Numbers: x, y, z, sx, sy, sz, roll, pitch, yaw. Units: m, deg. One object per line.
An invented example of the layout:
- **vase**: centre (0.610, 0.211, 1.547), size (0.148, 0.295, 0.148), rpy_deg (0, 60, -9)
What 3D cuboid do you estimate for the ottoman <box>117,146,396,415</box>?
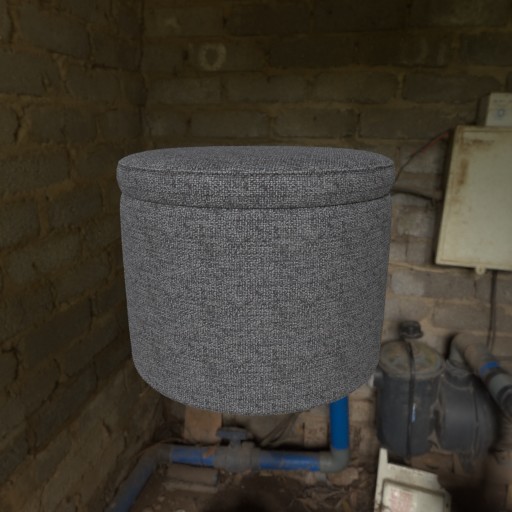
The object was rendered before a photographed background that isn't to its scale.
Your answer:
- **ottoman**: centre (0.000, 0.000, 0.907), size (0.520, 0.430, 0.520), rpy_deg (0, 16, 0)
